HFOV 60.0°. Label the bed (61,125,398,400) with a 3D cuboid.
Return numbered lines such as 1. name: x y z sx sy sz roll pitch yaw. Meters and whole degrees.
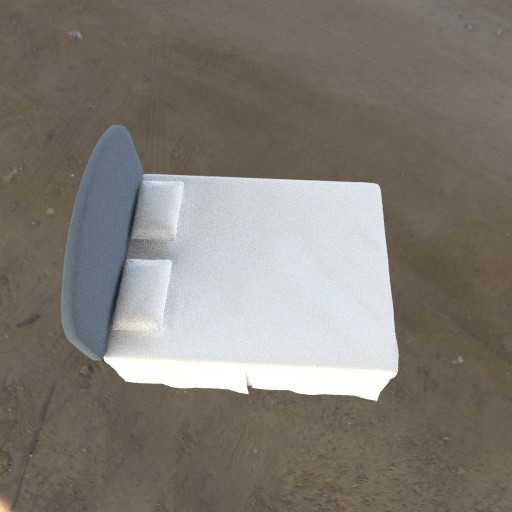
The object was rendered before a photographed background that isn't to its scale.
1. bed: 0.000 0.000 3.074 2.005 1.410 1.607 3 62 1
